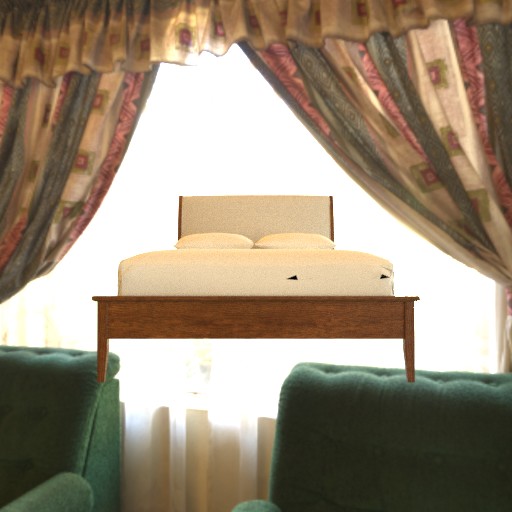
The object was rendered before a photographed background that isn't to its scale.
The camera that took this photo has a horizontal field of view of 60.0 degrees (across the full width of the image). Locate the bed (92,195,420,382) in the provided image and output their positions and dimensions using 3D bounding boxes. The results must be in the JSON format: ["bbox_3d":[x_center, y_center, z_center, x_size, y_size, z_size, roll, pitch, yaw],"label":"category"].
[{"bbox_3d":[0.000,0.000,3.366,1.612,1.250,2.380,0,0,0],"label":"bed"}]
